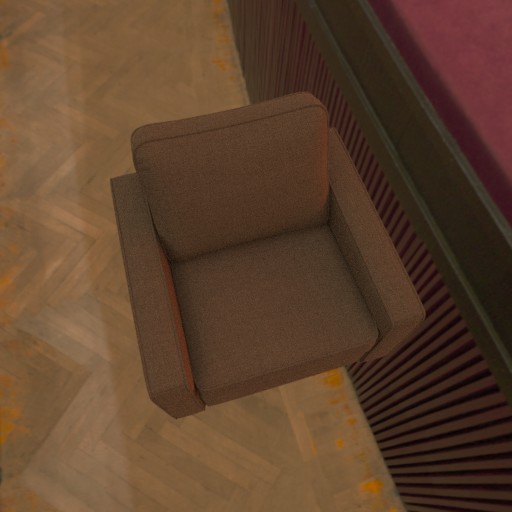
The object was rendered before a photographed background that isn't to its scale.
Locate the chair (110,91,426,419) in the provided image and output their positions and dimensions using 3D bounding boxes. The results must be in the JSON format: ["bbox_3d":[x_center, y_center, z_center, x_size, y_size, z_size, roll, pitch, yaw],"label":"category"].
[{"bbox_3d":[0.000,0.000,1.778,1.017,0.919,0.940,-15,64,-7],"label":"chair"}]
